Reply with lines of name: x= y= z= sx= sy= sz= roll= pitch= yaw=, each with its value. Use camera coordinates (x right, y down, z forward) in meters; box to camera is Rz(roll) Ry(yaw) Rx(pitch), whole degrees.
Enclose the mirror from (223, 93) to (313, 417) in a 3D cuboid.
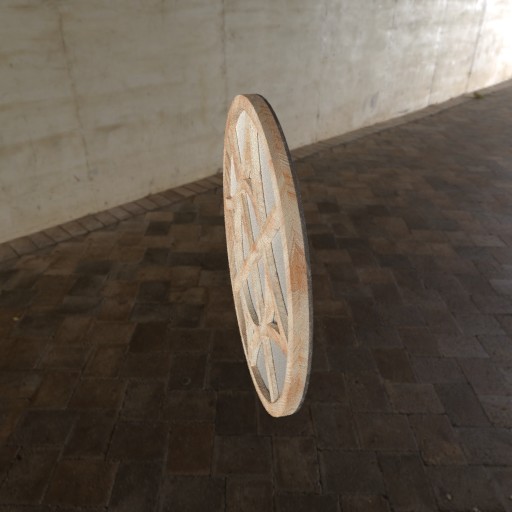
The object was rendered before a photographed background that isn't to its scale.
mirror: x=0.000 y=0.000 z=1.035 sx=0.038 sy=0.710 sz=0.710 roll=-7 pitch=31 yaw=-11
